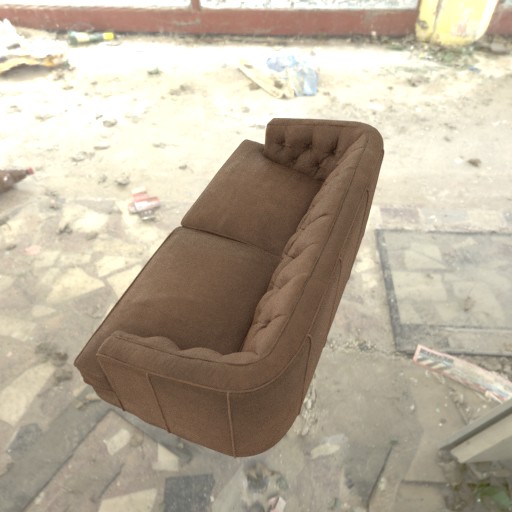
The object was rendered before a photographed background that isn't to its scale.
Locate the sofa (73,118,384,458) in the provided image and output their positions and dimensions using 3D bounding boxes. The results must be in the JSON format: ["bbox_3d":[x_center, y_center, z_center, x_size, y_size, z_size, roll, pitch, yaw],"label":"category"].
[{"bbox_3d":[0.000,0.000,2.234,0.917,0.799,1.767,17,50,15],"label":"sofa"}]
